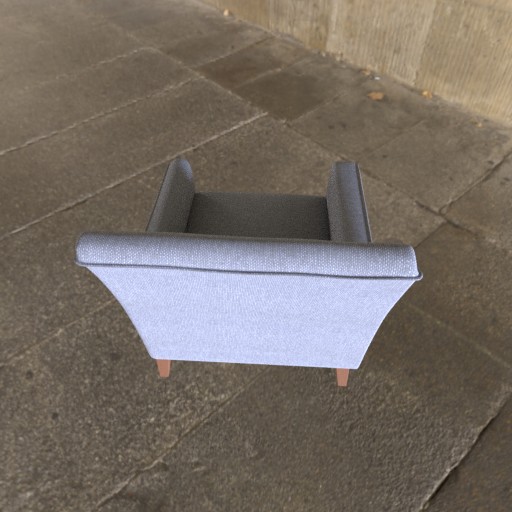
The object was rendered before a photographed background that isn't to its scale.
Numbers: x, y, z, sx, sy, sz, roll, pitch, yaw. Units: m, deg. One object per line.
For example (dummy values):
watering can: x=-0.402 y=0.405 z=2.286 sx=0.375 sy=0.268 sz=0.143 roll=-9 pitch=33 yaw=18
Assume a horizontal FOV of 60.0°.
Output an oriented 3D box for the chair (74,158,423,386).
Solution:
chair: x=0.000 y=0.000 z=1.576 sx=0.780 sy=0.919 sz=0.899 roll=2 pitch=47 yaw=2
